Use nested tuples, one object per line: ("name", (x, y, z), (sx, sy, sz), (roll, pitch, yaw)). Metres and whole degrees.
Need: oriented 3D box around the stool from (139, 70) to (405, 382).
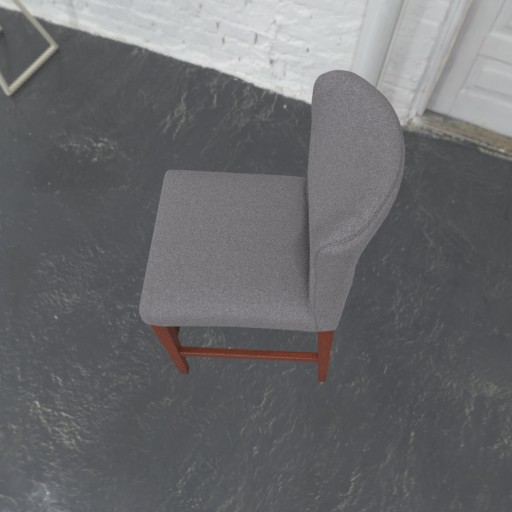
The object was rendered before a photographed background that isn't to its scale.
("stool", (0.000, 0.000, 1.262), (0.568, 0.968, 0.481), (2, 60, 1))
